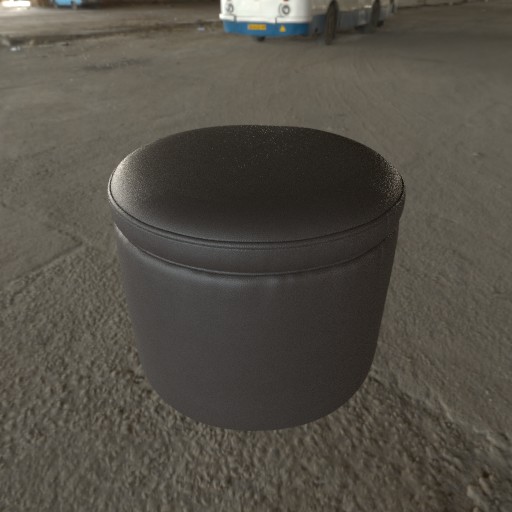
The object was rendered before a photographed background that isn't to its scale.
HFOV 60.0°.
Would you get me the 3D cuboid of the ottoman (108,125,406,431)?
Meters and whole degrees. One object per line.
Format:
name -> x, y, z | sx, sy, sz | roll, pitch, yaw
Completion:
ottoman -> 0.000, 0.000, 0.851 | 0.500, 0.409, 0.500 | 0, 32, 0
